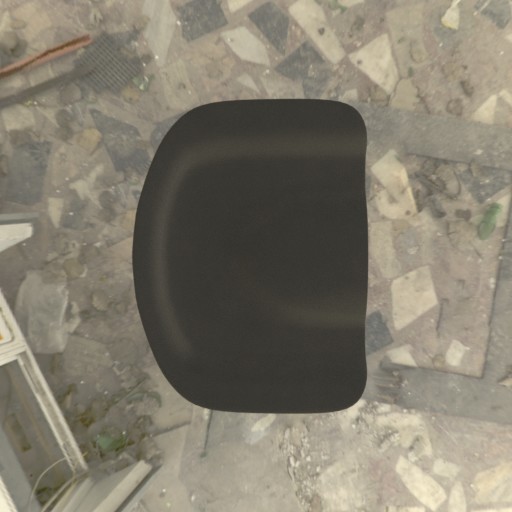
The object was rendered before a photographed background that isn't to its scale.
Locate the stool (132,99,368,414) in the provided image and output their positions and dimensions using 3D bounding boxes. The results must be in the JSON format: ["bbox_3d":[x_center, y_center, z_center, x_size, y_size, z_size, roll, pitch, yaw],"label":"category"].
[{"bbox_3d":[0.000,0.000,0.868,0.361,0.615,0.440,0,90,1],"label":"stool"}]
